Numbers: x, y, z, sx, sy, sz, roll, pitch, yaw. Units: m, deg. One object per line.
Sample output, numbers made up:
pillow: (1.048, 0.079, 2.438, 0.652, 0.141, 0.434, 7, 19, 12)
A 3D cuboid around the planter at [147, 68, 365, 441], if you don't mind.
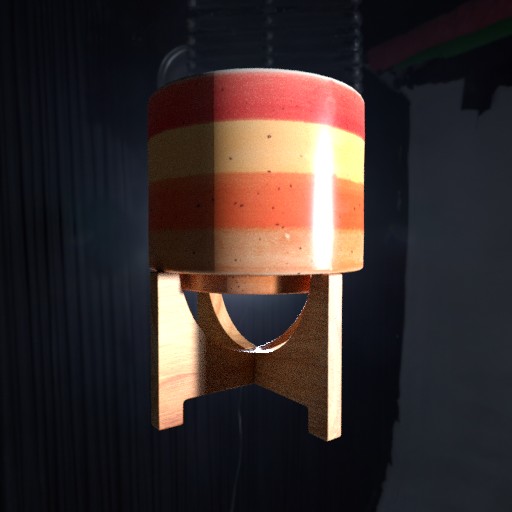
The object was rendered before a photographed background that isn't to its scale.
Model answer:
planter: (0.000, 0.000, 0.405, 0.199, 0.268, 0.199, 0, 2, 0)
